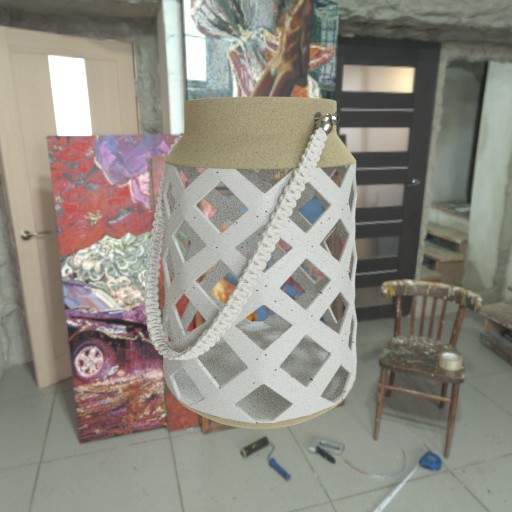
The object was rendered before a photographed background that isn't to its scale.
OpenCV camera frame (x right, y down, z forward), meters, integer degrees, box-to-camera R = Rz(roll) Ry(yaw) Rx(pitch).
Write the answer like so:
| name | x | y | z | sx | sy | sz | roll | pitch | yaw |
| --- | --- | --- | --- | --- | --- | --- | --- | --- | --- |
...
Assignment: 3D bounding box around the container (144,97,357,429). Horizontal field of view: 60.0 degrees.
| name | x | y | z | sx | sy | sz | roll | pitch | yaw |
| --- | --- | --- | --- | --- | --- | --- | --- | --- | --- |
| container | 0.000 | 0.000 | 0.347 | 0.163 | 0.229 | 0.172 | 15 | 22 | 42 |
